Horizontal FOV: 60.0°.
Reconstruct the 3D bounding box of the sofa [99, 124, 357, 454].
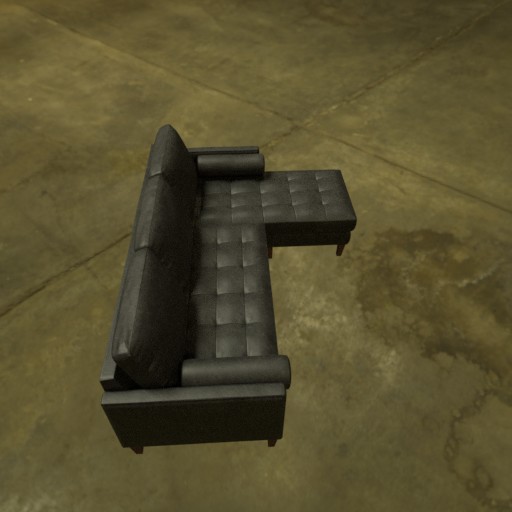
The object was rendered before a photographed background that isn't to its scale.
[{"bbox_3d":[0.000,0.000,2.864,1.497,0.876,2.178,-2,44,-2],"label":"sofa"}]
